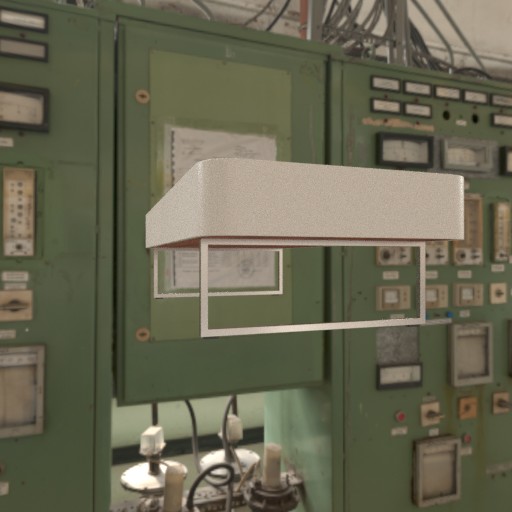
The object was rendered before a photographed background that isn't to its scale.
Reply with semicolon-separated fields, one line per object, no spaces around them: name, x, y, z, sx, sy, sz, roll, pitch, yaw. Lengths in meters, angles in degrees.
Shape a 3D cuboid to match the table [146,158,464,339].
table;0.000;0.000;1.422;0.600;0.340;1.200;0;0;-19
